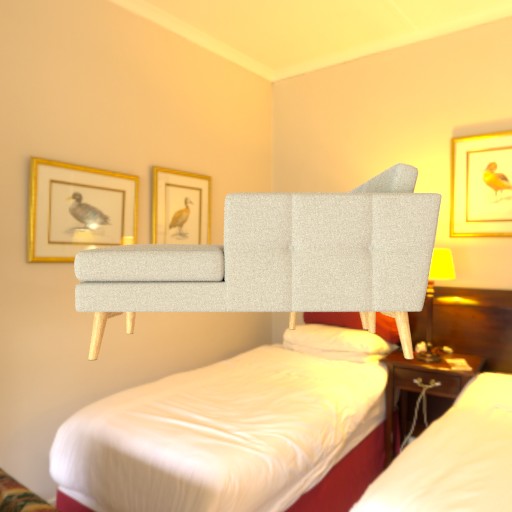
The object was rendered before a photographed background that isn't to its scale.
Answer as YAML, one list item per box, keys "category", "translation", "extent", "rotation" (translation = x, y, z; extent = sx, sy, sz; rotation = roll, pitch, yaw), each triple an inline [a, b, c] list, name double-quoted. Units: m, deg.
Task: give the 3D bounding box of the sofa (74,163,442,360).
- category: "sofa"
  translation: [0.000, 0.000, 2.830]
  extent: [1.530, 0.860, 2.040]
  rotation: [0, 1, -1]
